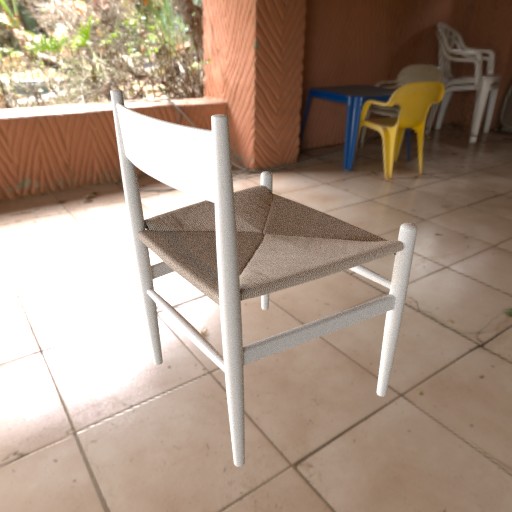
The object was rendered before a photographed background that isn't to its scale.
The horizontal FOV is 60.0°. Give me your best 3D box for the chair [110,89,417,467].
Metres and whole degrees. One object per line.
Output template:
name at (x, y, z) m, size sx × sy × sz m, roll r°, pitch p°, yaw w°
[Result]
chair at (0.000, 0.000, 1.092) m, size 0.495 × 0.762 × 0.556 m, roll -18°, pitch 31°, yaw -32°
